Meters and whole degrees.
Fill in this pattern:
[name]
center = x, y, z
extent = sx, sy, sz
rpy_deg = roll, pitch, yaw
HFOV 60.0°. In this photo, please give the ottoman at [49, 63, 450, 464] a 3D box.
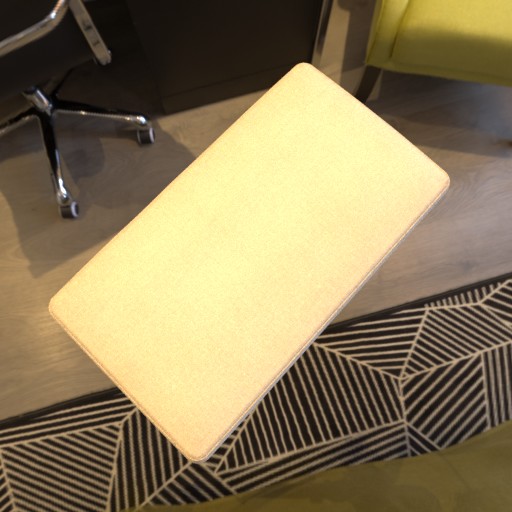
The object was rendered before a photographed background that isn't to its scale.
[ottoman]
center = 0.000, 0.000, 1.430
extent = 0.617, 0.448, 1.097
rpy_deg = 42, 80, 9
